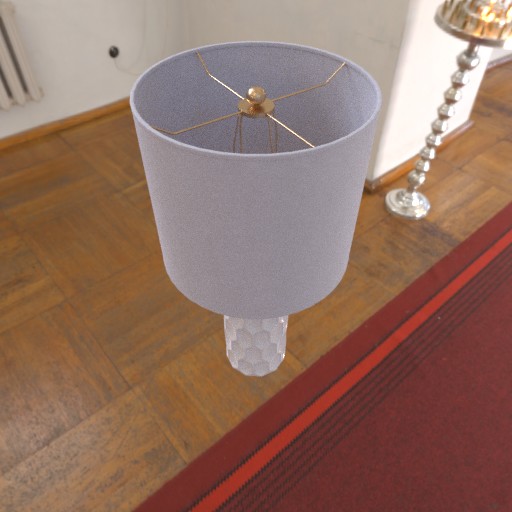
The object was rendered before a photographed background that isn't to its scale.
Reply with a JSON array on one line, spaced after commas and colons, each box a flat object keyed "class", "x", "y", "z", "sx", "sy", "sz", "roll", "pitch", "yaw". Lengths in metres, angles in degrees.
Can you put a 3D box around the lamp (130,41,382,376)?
[{"class": "lamp", "x": 0.000, "y": 0.000, "z": 0.685, "sx": 0.277, "sy": 0.537, "sz": 0.277, "roll": 3, "pitch": 46, "yaw": 3}]
